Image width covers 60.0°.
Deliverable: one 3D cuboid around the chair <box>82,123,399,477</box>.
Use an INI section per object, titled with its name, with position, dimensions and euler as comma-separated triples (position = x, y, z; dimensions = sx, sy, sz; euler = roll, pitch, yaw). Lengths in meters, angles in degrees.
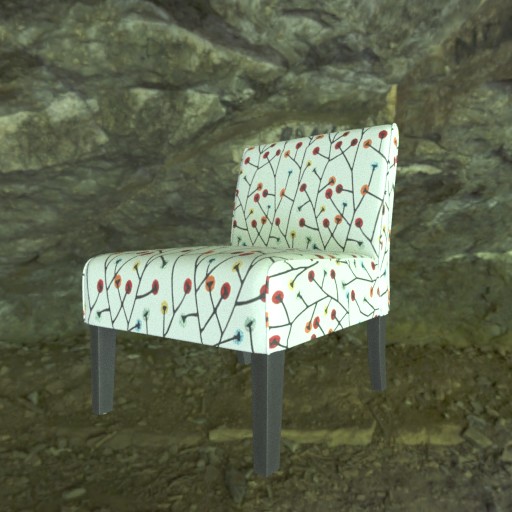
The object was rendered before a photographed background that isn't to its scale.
[chair]
position = 0.000, 0.000, 1.257
dimensions = 0.597, 0.813, 0.732
euler = 1, 1, 36
